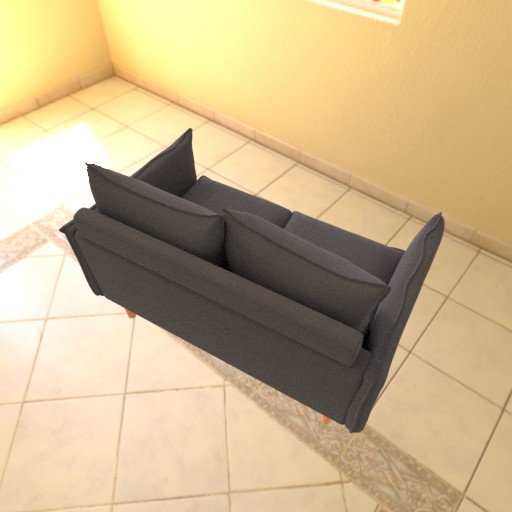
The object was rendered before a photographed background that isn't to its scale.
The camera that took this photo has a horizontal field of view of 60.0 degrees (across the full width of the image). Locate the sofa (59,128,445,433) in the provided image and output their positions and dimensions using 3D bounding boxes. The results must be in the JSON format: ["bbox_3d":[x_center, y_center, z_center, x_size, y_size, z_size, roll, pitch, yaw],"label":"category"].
[{"bbox_3d":[0.000,0.000,1.844,1.300,0.840,0.820,23,52,20],"label":"sofa"}]
